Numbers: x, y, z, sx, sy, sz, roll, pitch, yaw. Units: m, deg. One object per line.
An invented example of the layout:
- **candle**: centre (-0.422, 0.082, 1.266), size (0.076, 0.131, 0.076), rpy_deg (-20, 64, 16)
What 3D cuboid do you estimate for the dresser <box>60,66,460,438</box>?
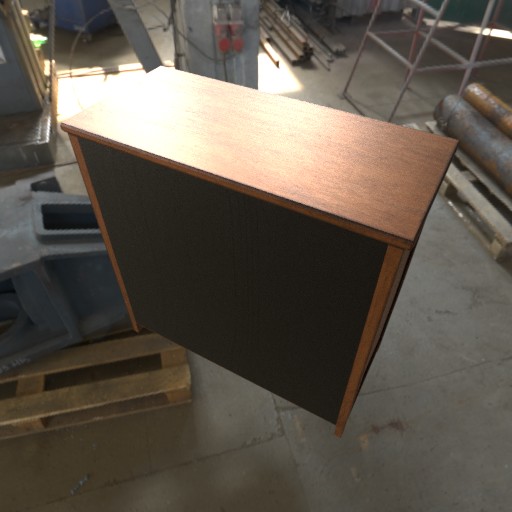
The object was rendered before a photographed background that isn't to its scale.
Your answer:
- **dresser**: centre (0.000, 0.000, 1.949), size (1.250, 1.224, 0.591), rpy_deg (22, 49, 20)
